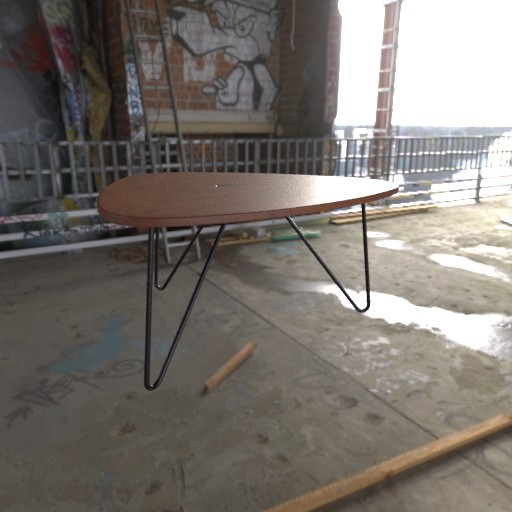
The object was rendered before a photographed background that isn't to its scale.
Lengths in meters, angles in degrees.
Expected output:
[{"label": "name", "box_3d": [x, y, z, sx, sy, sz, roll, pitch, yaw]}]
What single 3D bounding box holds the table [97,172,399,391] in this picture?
[{"label": "table", "box_3d": [0.000, 0.000, 1.296, 0.821, 0.413, 0.833, -3, 17, -10]}]
